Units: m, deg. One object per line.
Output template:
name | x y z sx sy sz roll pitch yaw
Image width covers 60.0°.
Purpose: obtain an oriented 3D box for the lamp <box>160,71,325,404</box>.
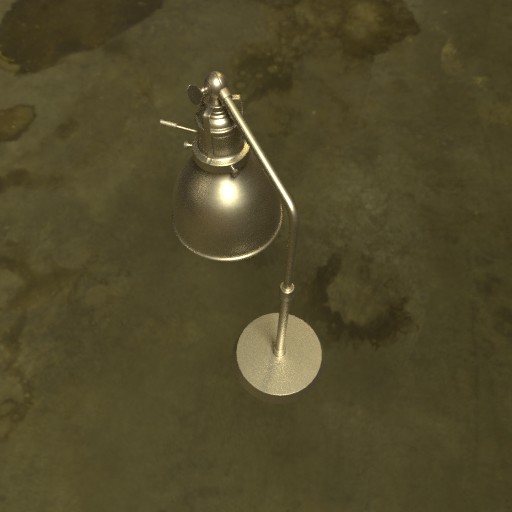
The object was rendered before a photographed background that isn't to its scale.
lamp | 0.000 0.000 0.574 0.153 0.456 0.286 -30 63 -17
